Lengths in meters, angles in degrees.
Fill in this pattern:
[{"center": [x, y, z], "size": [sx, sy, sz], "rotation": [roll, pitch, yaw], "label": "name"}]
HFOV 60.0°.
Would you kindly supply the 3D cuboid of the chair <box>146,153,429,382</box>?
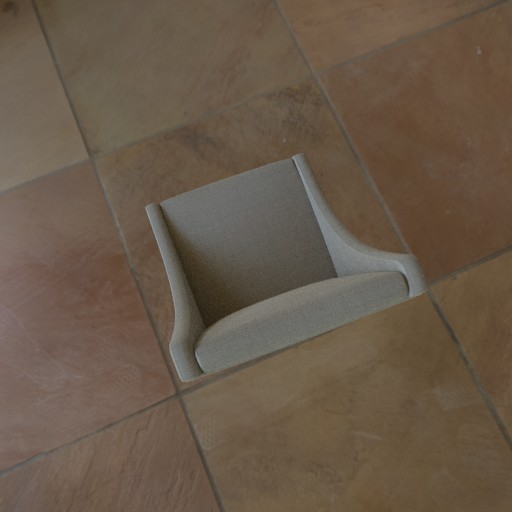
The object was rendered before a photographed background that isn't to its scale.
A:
[{"center": [0.000, 0.000, 1.410], "size": [0.575, 1.021, 0.611], "rotation": [-20, 77, -5], "label": "chair"}]
